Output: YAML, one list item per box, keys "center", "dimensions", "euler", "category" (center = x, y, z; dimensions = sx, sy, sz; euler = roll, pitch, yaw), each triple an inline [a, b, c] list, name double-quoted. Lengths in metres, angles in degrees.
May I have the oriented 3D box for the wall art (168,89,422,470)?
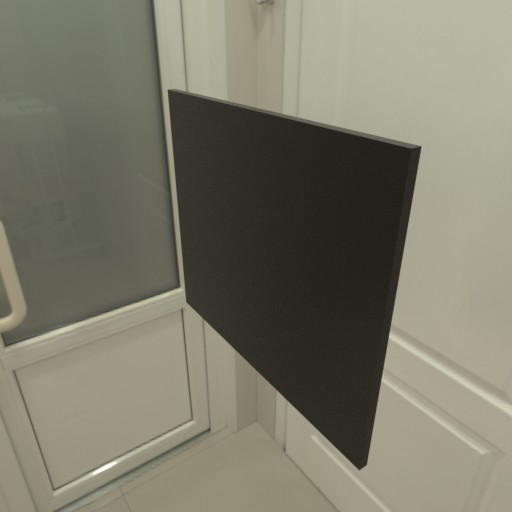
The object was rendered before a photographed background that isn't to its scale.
- center: [0.000, 0.000, 0.520]
  dimensions: [0.012, 0.332, 0.383]
  euler: [-18, 33, -31]
  category: "wall art"
